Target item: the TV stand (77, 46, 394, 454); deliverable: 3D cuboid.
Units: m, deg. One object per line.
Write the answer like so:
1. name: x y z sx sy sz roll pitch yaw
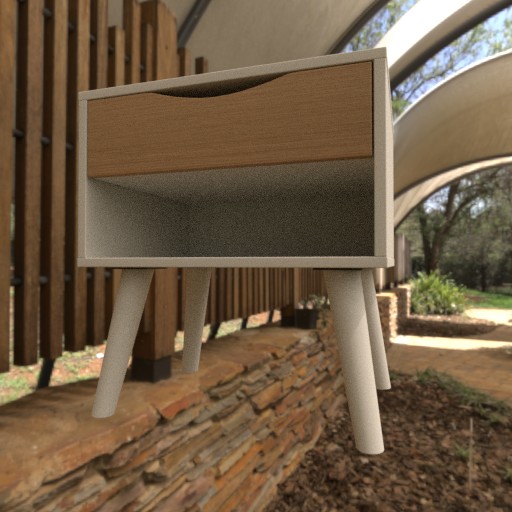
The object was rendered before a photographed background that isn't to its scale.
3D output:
1. TV stand: 0.000 0.000 0.868 0.508 0.559 0.405 0 -1 18
